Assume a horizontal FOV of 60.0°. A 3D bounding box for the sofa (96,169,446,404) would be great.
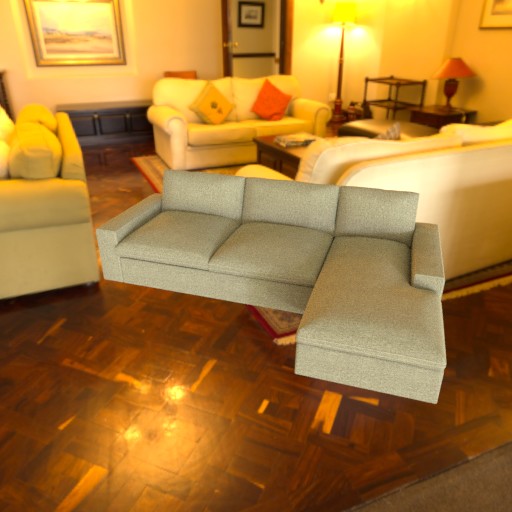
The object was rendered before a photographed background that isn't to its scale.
[{"bbox_3d":[0.000,0.000,3.457,2.718,0.813,1.689,8,28,16],"label":"sofa"}]
